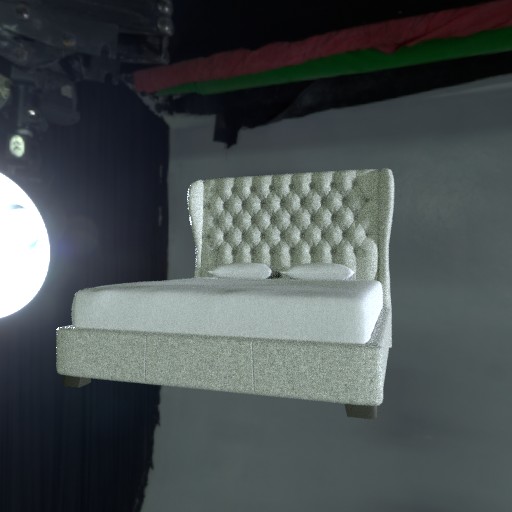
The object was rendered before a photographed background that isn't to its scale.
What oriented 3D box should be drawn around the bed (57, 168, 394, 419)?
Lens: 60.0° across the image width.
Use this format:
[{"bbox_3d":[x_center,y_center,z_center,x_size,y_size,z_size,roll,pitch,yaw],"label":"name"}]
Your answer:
[{"bbox_3d":[0.000,0.000,3.771,2.219,1.771,2.347,0,0,18],"label":"bed"}]
